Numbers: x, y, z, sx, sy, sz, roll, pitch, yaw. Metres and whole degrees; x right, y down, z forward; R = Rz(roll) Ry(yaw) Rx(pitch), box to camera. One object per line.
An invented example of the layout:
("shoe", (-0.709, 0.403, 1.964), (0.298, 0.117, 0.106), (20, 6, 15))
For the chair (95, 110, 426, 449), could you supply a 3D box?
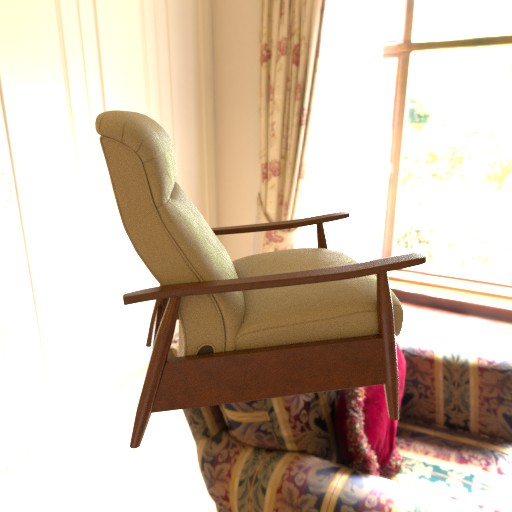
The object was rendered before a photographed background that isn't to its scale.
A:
("chair", (0.000, 0.000, 1.744), (1.014, 1.082, 0.762), (-3, 17, -9))
